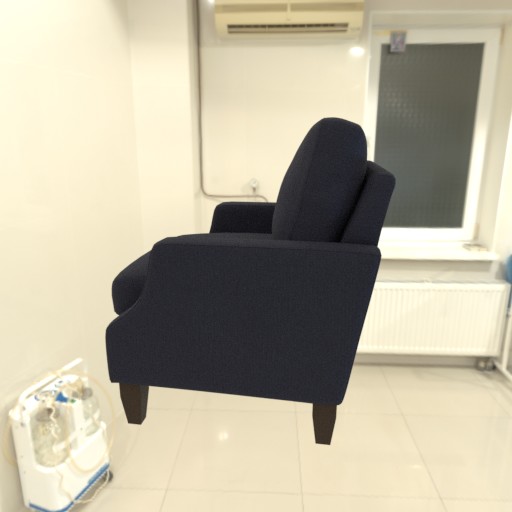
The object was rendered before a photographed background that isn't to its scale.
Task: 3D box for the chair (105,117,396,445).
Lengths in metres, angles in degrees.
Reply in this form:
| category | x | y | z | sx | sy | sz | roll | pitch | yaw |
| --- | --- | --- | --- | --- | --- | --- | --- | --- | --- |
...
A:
| category | x | y | z | sx | sy | sz | roll | pitch | yaw |
| --- | --- | --- | --- | --- | --- | --- | --- | --- | --- |
| chair | 0.000 | 0.000 | 1.679 | 0.897 | 0.991 | 0.855 | 2 | 15 | 9 |
